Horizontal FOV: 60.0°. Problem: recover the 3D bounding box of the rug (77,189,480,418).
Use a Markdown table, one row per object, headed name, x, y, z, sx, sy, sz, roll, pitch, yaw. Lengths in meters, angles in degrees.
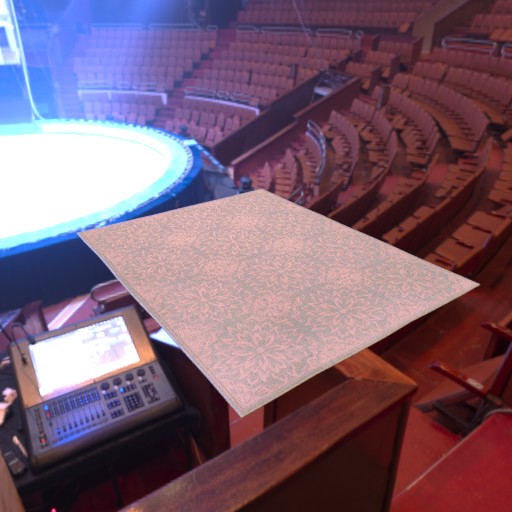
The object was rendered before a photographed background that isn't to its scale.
| name | x | y | z | sx | sy | sz | roll | pitch | yaw |
| --- | --- | --- | --- | --- | --- | --- | --- | --- | --- |
| rug | 0.000 | 0.000 | 4.068 | 2.363 | 0.012 | 2.980 | -18 | 33 | -32 |
